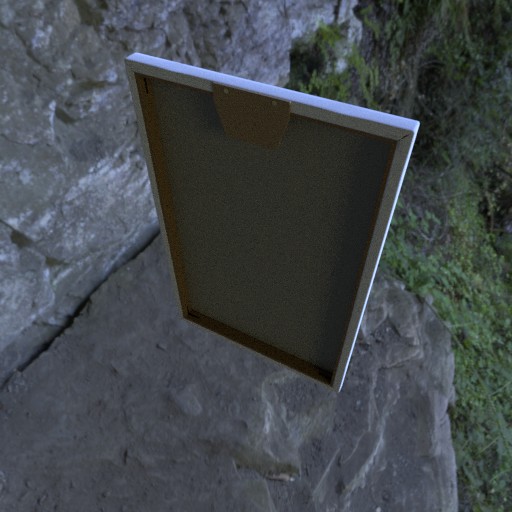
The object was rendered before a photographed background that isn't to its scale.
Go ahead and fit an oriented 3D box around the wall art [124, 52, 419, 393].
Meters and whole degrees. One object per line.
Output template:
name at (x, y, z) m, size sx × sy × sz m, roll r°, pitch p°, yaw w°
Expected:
wall art at (0.000, 0.000, 1.157) m, size 0.602 × 0.916 × 0.048 m, roll 21°, pitch 50°, yaw 19°
